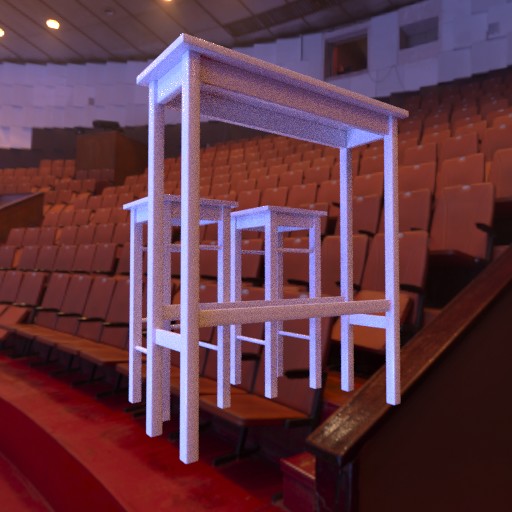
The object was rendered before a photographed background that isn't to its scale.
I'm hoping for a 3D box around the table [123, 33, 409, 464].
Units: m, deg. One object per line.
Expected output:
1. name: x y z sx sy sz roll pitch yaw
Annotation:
1. table: 0.000 0.000 1.605 0.915 1.065 0.650 1 -2 -36
